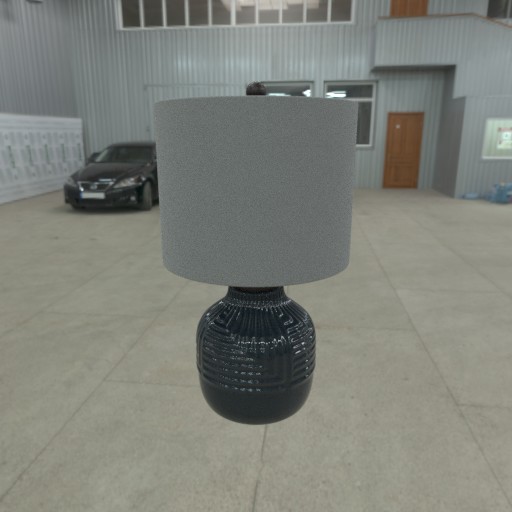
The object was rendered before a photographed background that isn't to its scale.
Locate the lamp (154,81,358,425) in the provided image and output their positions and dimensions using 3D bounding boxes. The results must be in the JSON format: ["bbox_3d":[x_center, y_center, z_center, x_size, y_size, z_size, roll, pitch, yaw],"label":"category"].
[{"bbox_3d":[0.000,0.000,0.769,0.318,0.567,0.318,0,15,0],"label":"lamp"}]
